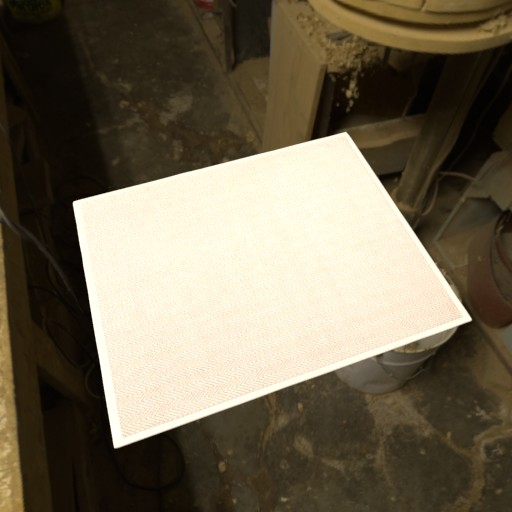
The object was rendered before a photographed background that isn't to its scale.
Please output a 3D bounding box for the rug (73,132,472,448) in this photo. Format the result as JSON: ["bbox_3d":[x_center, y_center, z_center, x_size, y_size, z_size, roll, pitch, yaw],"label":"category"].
[{"bbox_3d":[0.000,0.000,4.061,3.009,0.019,2.423,-17,59,-10],"label":"rug"}]
